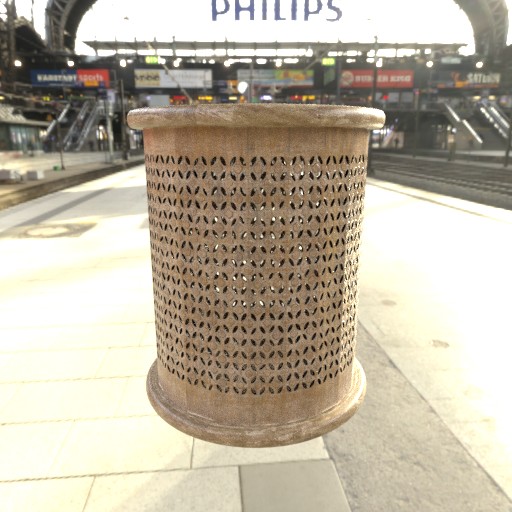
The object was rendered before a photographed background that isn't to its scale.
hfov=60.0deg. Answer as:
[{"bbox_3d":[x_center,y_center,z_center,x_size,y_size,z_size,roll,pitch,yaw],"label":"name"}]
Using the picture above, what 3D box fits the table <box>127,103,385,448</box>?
[{"bbox_3d":[0.000,0.000,0.783,0.407,0.482,0.407,0,15,0],"label":"table"}]
